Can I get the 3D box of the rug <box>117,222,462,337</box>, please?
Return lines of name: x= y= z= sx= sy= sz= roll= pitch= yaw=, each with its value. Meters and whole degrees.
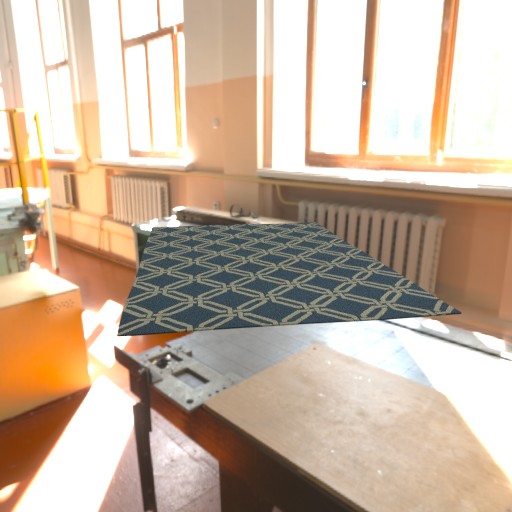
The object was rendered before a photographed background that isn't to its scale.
rug: x=0.000 y=0.000 z=2.255 sx=1.153 sy=0.010 sz=1.755 roll=-2 pitch=15 yaw=-9
